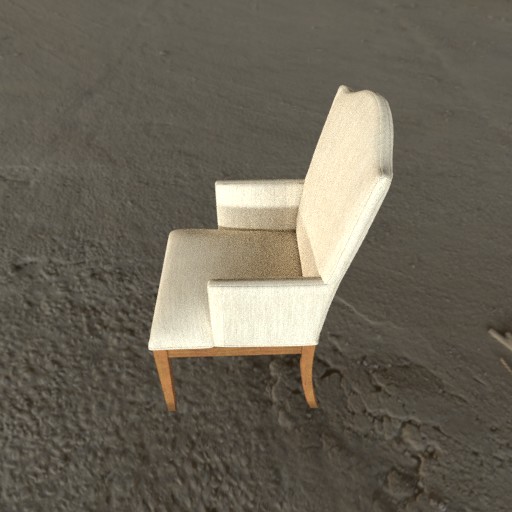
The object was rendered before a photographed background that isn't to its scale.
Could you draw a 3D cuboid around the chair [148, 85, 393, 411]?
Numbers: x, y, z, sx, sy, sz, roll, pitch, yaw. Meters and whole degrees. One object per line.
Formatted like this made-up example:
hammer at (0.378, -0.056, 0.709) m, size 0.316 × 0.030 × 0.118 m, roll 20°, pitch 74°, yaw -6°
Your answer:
chair at (0.000, 0.000, 1.401) m, size 0.641 × 1.016 × 0.533 m, roll -1°, pitch 42°, yaw -1°
